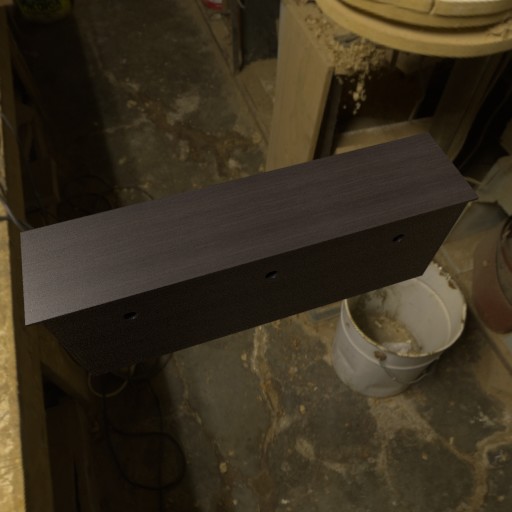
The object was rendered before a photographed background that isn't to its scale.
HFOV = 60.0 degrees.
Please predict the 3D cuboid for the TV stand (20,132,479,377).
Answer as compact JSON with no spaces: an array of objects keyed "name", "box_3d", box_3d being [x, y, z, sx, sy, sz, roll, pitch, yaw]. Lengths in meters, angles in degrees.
[{"name":"TV stand","box_3d":[0.000,0.000,2.011,1.778,0.610,0.406,-16,59,-10]}]
